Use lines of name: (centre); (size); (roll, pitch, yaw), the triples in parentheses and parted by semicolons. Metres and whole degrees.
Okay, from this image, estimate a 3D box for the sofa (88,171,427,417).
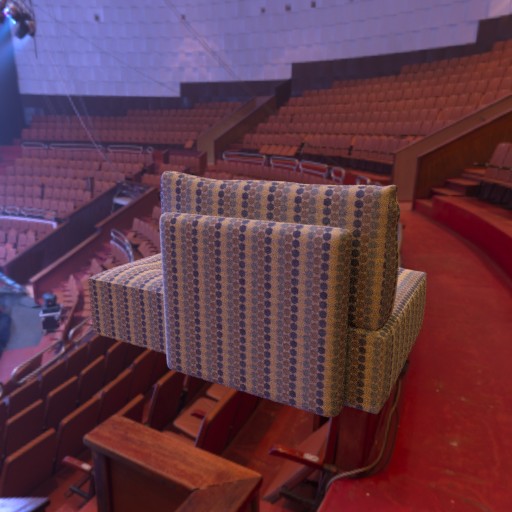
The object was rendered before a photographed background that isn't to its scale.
sofa: (0.000, 0.000, 2.117); (1.450, 0.820, 1.000); (8, 16, 28)
